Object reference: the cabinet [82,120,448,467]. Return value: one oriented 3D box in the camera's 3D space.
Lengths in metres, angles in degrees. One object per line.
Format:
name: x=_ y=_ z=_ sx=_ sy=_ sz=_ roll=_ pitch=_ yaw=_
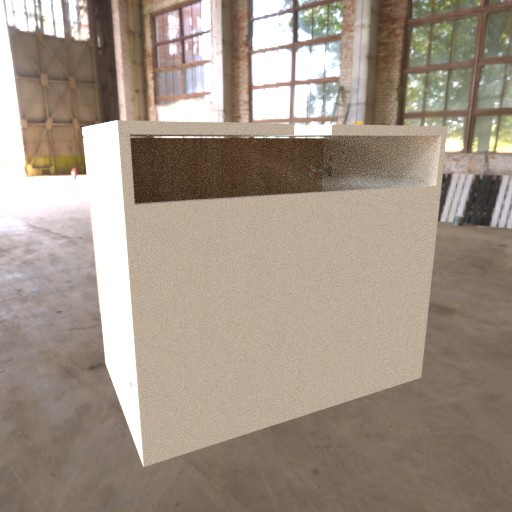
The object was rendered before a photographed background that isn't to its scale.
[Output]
cabinet: x=0.000 y=0.000 z=0.934 sx=0.600 sy=0.522 sz=0.400 roll=-7 pitch=16 yaw=-26
